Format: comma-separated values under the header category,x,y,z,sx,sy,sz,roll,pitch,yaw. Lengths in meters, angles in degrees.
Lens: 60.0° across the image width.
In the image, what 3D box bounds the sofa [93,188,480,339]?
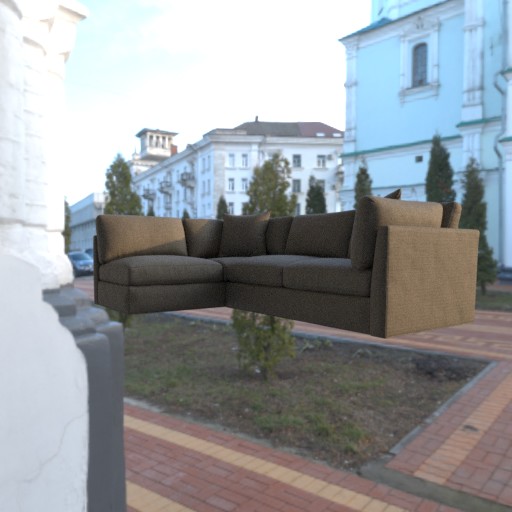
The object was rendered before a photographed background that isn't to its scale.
category,x,y,z,sx,sy,sz,roll,pitch,yaw
sofa,0.000,0.000,3.863,1.994,0.978,2.896,-1,1,-36
